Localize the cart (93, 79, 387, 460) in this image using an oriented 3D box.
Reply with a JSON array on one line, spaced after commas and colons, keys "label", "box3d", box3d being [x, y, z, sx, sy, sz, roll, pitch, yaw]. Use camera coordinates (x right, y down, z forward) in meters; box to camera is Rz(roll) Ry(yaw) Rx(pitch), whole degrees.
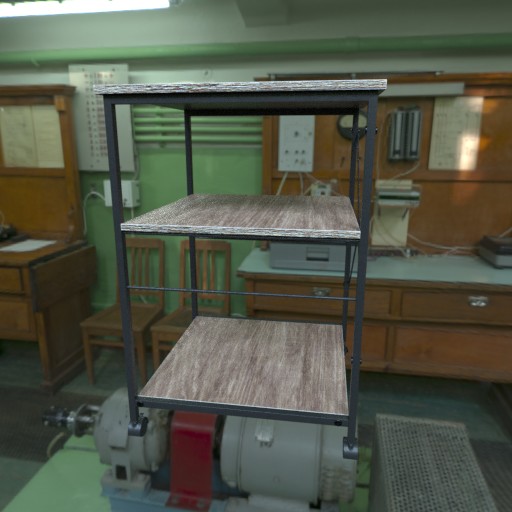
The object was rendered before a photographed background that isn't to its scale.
[{"label": "cart", "box3d": [0.000, 0.000, 1.116, 0.520, 0.762, 0.521, 2, 15, 9]}]
